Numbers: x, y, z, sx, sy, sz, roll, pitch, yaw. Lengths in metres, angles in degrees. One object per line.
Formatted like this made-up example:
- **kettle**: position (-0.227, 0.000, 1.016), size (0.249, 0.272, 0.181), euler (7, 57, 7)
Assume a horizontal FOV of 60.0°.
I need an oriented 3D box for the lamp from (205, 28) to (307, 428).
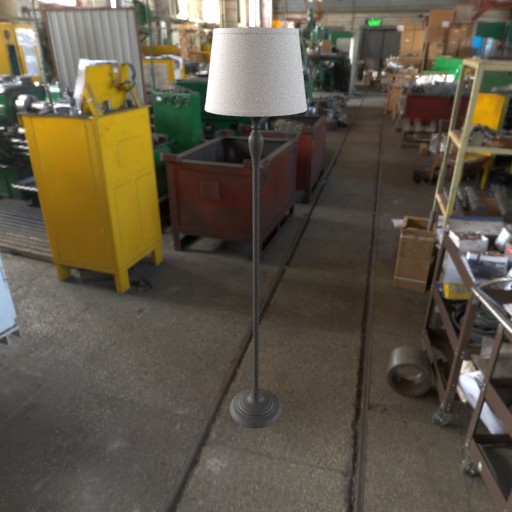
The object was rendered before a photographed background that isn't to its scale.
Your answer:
- **lamp**: position (0.000, 0.000, 1.651), size (0.327, 1.506, 0.327), euler (-8, 27, -16)
